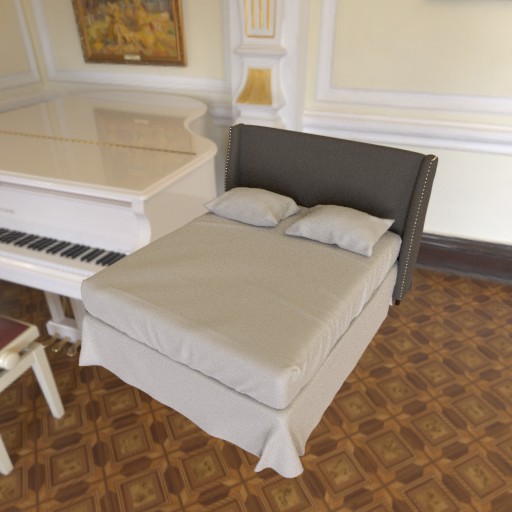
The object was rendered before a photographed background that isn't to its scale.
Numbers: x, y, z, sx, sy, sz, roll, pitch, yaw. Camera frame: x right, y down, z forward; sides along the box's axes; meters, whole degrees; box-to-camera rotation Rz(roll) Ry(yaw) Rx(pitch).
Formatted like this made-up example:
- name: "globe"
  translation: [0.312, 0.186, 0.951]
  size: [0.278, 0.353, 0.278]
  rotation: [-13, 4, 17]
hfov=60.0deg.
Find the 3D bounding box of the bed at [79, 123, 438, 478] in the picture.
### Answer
- name: "bed"
  translation: [0.000, 0.000, 3.374]
  size: [1.925, 1.332, 2.276]
  rotation: [18, 35, 28]
